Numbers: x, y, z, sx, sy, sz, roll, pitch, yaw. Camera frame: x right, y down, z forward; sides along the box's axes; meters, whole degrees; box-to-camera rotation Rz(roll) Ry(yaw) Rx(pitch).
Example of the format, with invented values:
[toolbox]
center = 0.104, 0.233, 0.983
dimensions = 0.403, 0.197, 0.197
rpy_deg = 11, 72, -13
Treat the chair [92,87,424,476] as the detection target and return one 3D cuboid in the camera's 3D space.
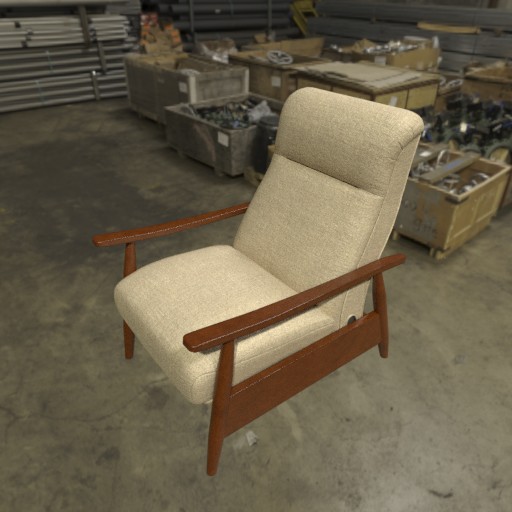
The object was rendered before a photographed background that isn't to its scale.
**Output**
[chair]
center = 0.000, 0.000, 1.742
dimensions = 1.014, 1.082, 0.762
rpy_deg = -22, 38, -31
